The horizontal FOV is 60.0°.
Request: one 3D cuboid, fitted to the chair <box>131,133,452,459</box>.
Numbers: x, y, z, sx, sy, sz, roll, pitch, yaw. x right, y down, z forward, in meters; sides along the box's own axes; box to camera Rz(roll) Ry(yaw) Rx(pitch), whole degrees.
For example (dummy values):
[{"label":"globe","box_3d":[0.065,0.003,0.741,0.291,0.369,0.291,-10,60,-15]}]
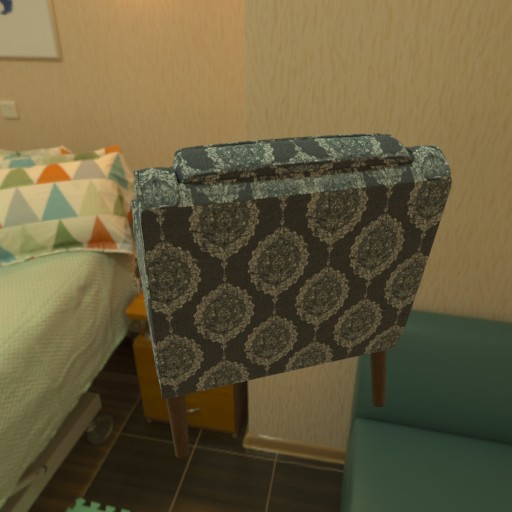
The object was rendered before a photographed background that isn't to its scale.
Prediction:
[{"label":"chair","box_3d":[0.000,0.000,1.302,0.663,0.792,0.743,-8,28,-16]}]
